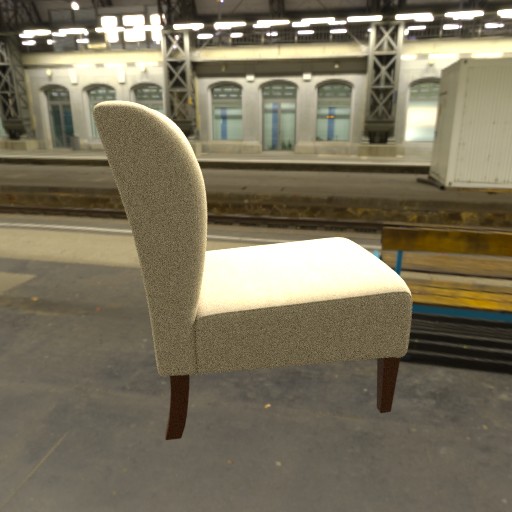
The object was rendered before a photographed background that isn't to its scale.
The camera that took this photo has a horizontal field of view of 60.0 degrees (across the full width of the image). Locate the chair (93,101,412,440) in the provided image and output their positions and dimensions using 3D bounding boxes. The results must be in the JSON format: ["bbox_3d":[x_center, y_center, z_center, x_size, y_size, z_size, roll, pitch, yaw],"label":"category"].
[{"bbox_3d":[0.000,0.000,1.292,0.754,0.833,0.521,-3,17,-9],"label":"chair"}]
